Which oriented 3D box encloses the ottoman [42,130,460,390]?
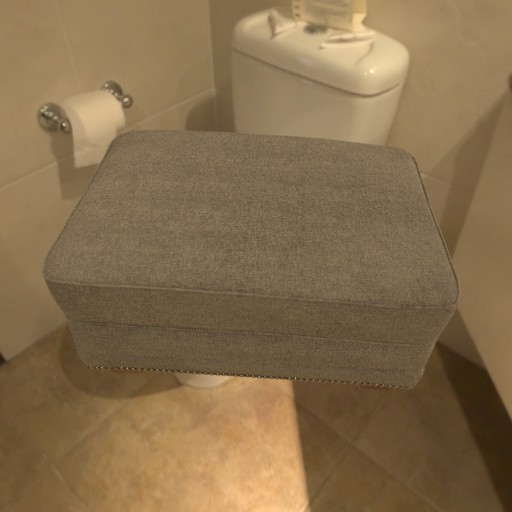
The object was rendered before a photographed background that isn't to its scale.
[{"bbox_3d":[0.000,0.000,1.124,0.813,0.457,0.561,3,46,3],"label":"ottoman"}]
